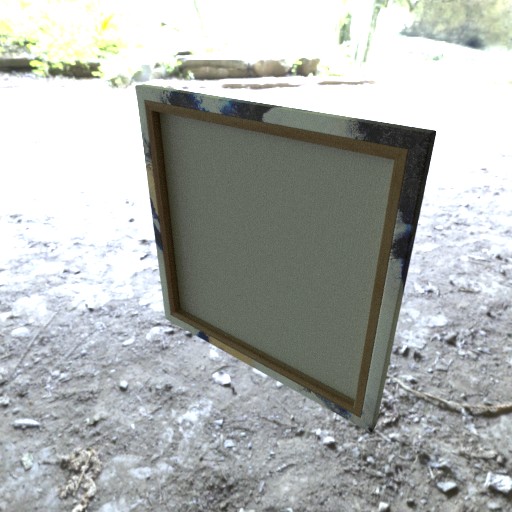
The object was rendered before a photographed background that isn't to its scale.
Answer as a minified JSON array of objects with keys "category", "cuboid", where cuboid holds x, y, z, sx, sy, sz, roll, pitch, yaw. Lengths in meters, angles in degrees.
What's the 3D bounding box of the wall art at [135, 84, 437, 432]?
[{"category":"wall art","cuboid":[0.000,0.000,1.331,0.887,0.885,0.038,21,37,32]}]
